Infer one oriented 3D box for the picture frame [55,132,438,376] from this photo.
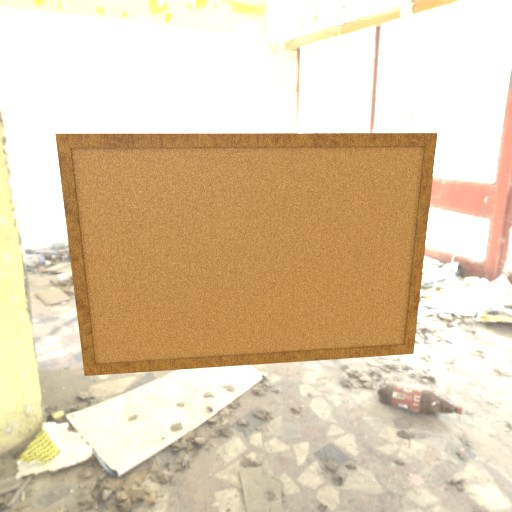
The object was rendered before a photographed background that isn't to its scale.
[{"bbox_3d":[0.000,0.000,1.161,0.922,0.621,0.029,-2,16,-7],"label":"picture frame"}]
